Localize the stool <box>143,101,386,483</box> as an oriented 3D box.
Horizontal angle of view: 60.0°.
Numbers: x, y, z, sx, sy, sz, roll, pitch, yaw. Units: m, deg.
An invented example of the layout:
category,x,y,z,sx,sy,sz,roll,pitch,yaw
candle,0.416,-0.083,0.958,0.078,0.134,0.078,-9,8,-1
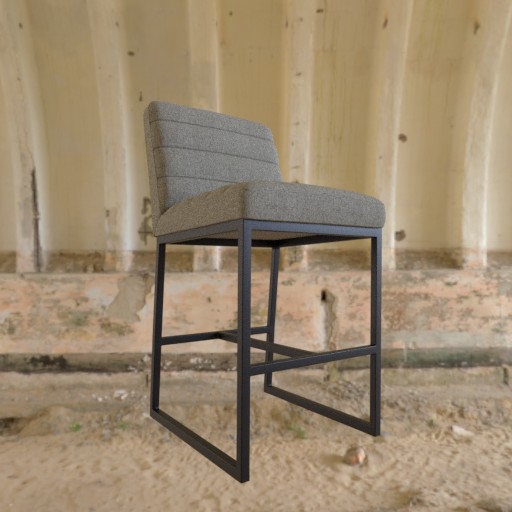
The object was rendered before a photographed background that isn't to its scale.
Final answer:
category,x,y,z,sx,sy,sz,roll,pitch,yaw
stool,0.000,0.000,1.246,0.460,0.940,0.560,0,-1,-35
